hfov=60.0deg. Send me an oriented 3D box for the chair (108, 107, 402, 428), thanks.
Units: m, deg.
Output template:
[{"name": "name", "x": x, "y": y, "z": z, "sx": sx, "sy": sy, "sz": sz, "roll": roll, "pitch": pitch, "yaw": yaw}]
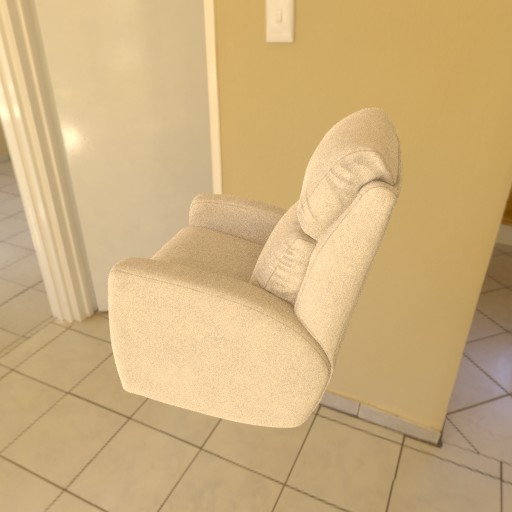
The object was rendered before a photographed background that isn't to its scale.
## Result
[{"name": "chair", "x": 0.000, "y": 0.000, "z": 1.666, "sx": 0.940, "sy": 1.021, "sz": 0.794, "roll": 8, "pitch": 30, "yaw": 14}]
